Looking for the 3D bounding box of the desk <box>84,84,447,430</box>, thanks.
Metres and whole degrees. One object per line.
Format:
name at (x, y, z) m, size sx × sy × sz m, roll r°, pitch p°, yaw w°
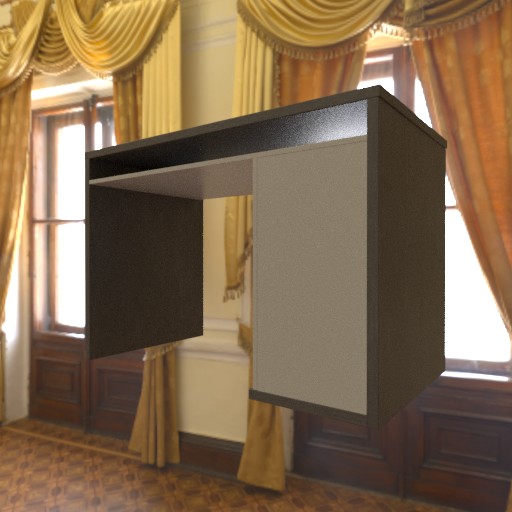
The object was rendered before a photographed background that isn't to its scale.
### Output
desk at (0.000, 0.000, 1.523) m, size 1.100 × 0.750 × 0.600 m, roll 0°, pitch 0°, yaw 36°
